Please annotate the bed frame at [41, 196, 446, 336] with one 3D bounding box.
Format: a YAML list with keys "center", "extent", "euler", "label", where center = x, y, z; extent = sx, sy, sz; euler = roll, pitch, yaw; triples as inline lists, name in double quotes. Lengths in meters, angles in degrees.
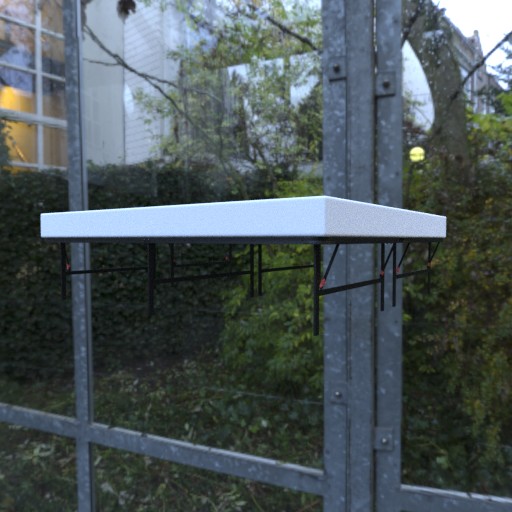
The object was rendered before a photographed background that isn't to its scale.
- center: [0.000, 0.000, 3.053]
  extent: [2.032, 0.559, 1.930]
  euler: [2, 3, 36]
  label: "bed frame"
